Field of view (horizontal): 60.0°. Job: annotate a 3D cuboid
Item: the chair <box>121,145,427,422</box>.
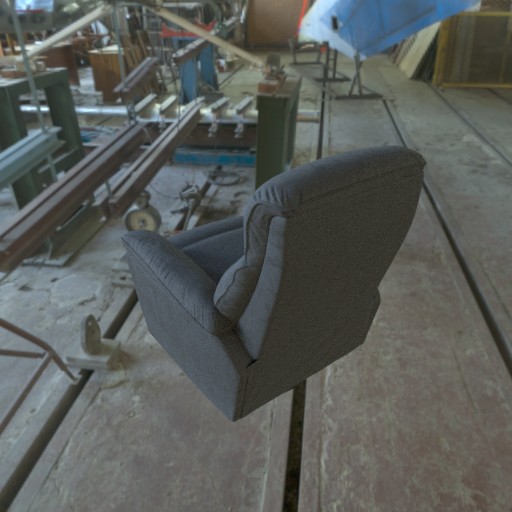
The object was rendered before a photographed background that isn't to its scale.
[{"bbox_3d":[0.000,0.000,1.779,0.820,1.037,1.004,-21,37,-31],"label":"chair"}]
